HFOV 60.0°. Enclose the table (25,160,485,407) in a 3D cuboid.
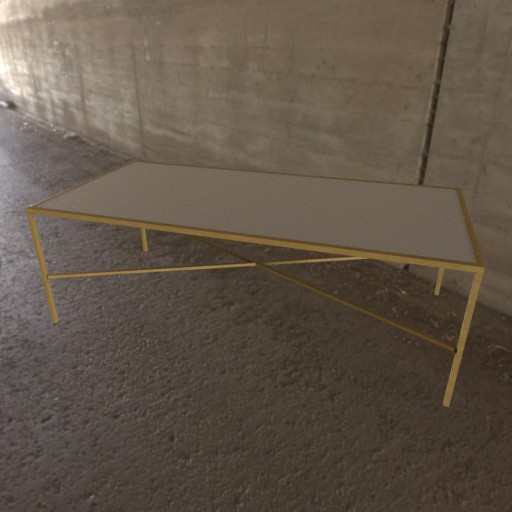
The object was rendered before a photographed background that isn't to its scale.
[{"bbox_3d":[0.000,0.000,1.440,1.206,0.398,0.580,8,27,16],"label":"table"}]
